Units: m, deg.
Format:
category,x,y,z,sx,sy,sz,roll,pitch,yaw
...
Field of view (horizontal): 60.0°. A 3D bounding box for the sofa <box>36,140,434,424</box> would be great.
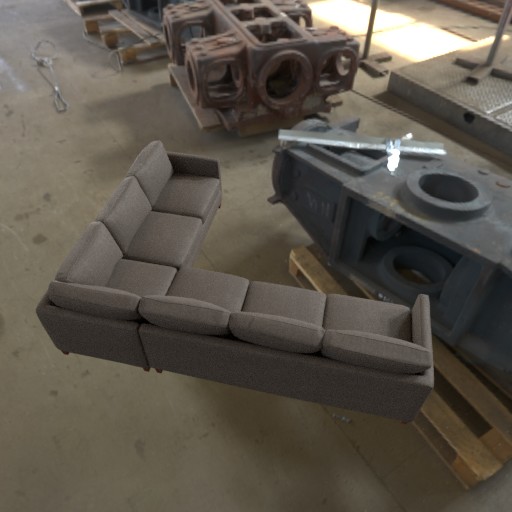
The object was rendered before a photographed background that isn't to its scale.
category,x,y,z,sx,sy,sz,roll,pitch,yaw
sofa,0.000,0.000,4.519,3.302,0.947,2.593,9,47,9
